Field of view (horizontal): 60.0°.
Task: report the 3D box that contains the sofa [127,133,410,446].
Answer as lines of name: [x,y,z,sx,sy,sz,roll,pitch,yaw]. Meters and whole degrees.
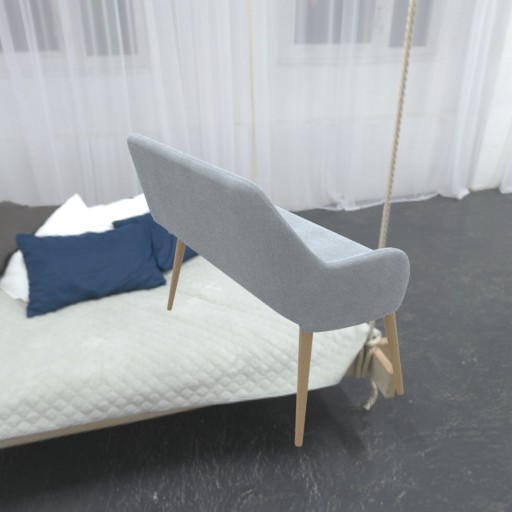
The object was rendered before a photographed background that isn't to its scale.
sofa: [0.000,0.000,1.634,0.610,0.840,1.150,-17,31,-31]
